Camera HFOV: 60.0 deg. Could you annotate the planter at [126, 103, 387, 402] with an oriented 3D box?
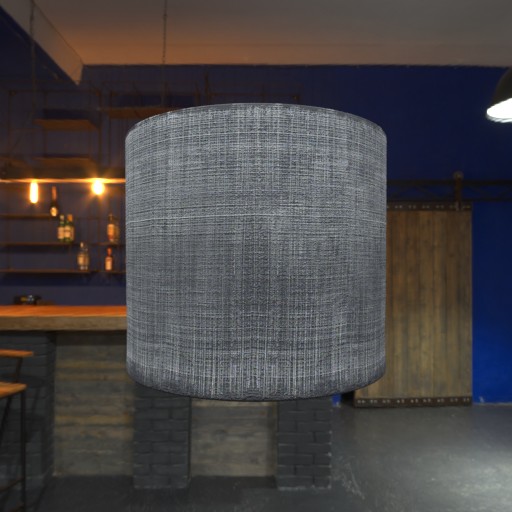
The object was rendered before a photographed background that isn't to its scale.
[{"bbox_3d":[0.000,0.000,0.449,0.254,0.221,0.254,0,-1,0],"label":"planter"}]
